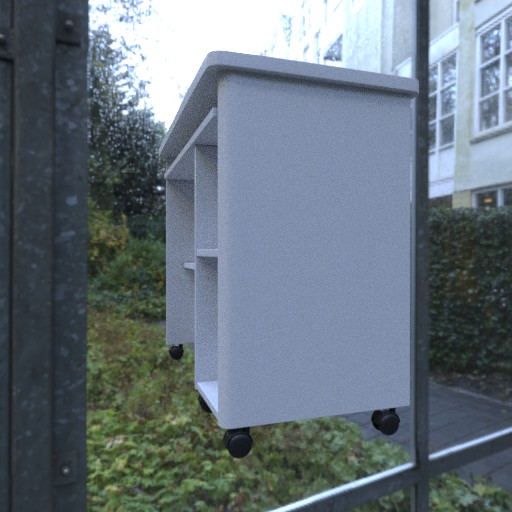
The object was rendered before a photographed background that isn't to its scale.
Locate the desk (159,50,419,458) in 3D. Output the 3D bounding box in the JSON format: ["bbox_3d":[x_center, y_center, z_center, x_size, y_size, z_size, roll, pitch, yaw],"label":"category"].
[{"bbox_3d":[0.000,0.000,1.295,0.475,0.763,0.877,0,0,-18],"label":"desk"}]
